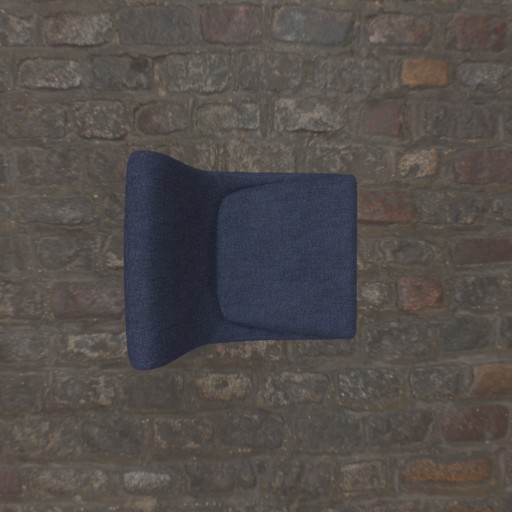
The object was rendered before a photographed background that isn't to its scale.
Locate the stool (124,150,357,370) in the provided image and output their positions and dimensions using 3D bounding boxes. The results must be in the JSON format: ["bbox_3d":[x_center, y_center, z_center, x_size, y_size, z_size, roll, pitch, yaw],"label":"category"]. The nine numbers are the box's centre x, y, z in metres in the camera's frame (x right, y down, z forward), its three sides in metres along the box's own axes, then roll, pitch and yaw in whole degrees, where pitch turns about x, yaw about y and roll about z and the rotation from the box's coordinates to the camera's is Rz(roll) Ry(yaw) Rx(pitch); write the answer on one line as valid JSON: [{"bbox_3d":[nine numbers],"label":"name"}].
[{"bbox_3d":[0.000,0.000,1.407,0.572,1.068,0.489,0,91,-2],"label":"stool"}]
